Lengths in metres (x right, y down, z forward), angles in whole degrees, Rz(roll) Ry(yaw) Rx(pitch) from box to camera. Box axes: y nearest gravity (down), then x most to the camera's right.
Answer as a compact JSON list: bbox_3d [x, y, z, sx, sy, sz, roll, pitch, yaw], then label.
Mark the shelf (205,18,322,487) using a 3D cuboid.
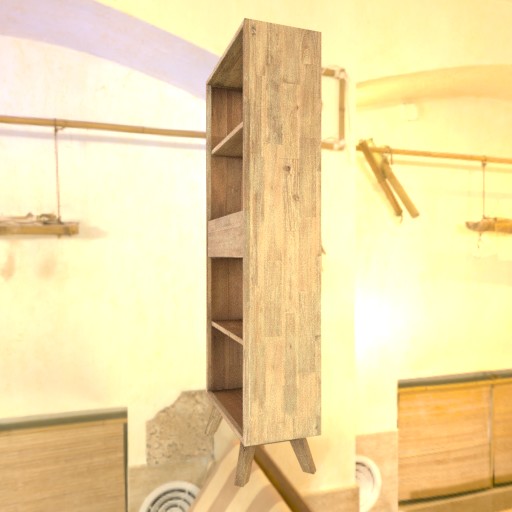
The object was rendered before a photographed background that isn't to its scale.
[{"bbox_3d":[0.000,0.000,1.520,0.267,1.342,0.491,0,0,-19],"label":"shelf"}]
